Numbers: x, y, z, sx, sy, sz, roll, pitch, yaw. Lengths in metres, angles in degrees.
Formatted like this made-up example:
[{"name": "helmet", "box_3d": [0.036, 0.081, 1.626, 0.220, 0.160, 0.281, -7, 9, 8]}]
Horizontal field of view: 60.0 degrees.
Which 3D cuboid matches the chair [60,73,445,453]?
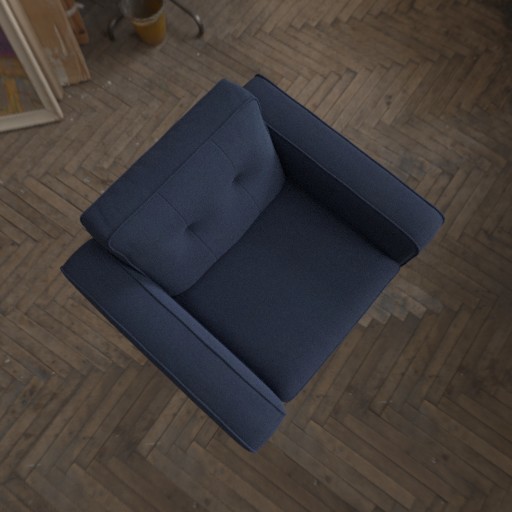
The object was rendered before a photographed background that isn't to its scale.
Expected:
[{"name": "chair", "box_3d": [0.000, 0.000, 1.776, 0.953, 0.783, 1.118, 40, 79, 10]}]
